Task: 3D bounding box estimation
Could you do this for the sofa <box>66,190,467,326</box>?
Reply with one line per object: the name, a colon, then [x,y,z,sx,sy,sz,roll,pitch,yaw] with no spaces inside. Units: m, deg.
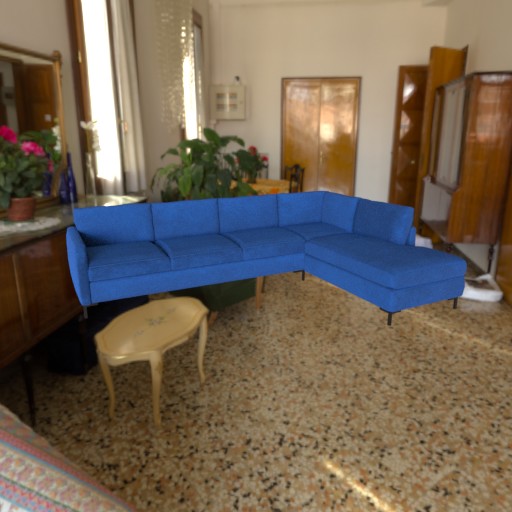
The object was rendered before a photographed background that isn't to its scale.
sofa: [0.000,0.000,3.278,2.486,0.687,1.707,-8,17,-26]
